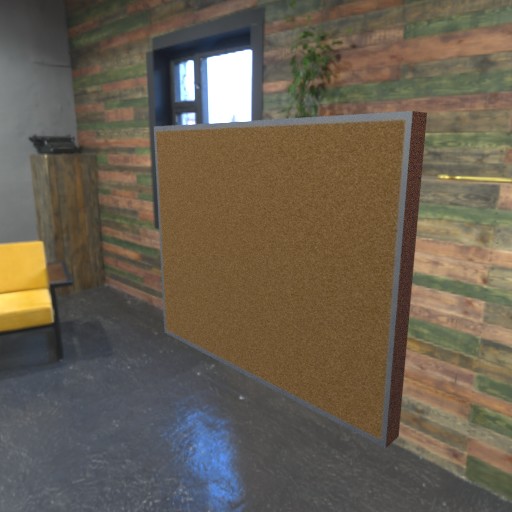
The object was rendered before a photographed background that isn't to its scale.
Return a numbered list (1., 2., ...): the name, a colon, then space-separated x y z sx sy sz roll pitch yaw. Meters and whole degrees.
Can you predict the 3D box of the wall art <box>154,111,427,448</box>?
1. wall art: 0.000 0.000 0.773 0.037 0.450 0.557 -13 19 -43
